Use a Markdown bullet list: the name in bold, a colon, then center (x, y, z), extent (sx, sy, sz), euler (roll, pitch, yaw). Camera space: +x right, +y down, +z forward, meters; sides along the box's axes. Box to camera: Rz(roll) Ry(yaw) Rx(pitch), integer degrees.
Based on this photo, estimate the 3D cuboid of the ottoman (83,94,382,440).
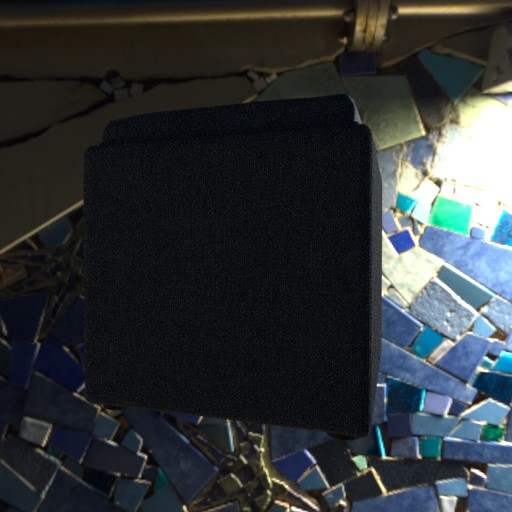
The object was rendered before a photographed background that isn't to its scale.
- **ottoman**: center (0.000, 0.000, 0.851), extent (0.454, 0.493, 0.436), euler (0, 1, 17)
